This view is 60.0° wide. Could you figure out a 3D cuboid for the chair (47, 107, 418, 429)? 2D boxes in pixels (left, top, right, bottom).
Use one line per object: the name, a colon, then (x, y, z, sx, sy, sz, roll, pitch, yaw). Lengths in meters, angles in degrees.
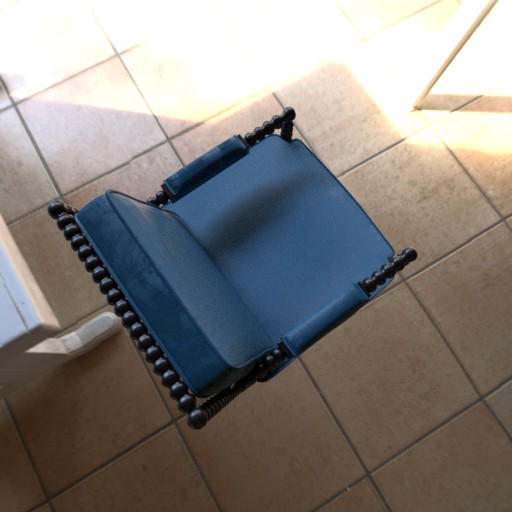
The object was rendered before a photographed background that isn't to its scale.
chair: (0.000, 0.000, 1.455, 0.805, 0.857, 0.688, -36, 78, -9)
